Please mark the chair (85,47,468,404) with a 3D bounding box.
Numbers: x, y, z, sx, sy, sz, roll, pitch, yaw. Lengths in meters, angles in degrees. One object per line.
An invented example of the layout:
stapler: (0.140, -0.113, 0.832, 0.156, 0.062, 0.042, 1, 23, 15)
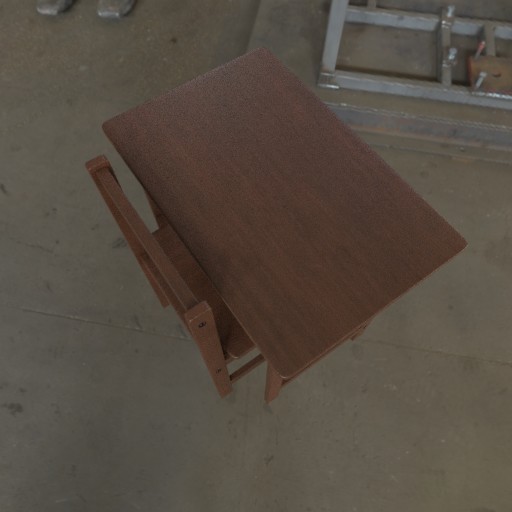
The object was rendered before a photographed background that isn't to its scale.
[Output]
chair: (0.000, 0.000, 1.034, 0.463, 0.673, 0.599, -32, 68, -15)
